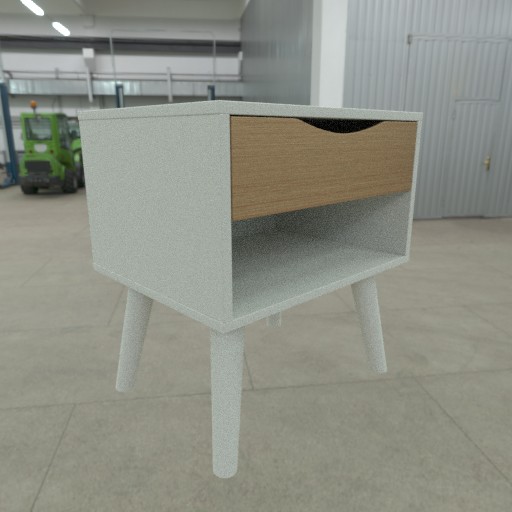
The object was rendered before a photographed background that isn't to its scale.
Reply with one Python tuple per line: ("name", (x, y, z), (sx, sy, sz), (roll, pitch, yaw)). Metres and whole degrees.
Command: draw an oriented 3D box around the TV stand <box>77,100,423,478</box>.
("TV stand", (0.000, 0.000, 0.905), (0.508, 0.559, 0.405), (-14, 21, -42))
